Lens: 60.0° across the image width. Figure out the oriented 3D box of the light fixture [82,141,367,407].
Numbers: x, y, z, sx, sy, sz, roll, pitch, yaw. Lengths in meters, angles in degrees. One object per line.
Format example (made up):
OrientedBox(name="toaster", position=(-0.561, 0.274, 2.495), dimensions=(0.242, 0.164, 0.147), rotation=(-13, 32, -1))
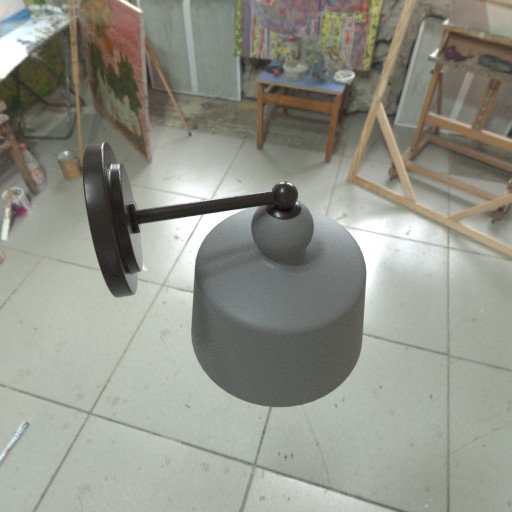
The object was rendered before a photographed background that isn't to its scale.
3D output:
OrientedBox(name="light fixture", position=(0.000, 0.000, 0.433), dimensions=(0.254, 0.268, 0.204), rotation=(-10, 48, -9))
